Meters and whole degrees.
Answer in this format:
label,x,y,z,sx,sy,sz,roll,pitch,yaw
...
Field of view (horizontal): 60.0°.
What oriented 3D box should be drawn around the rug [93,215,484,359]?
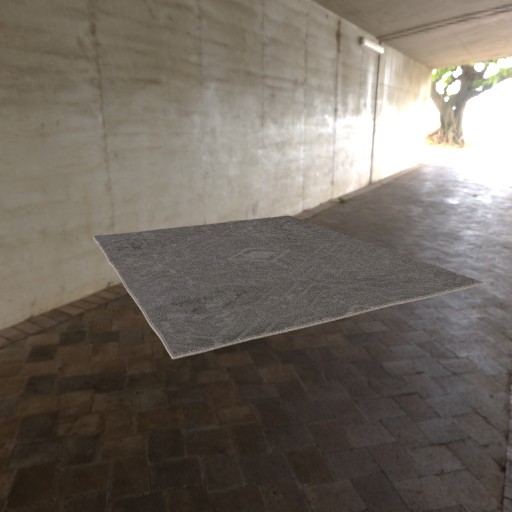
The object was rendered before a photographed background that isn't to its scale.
label,x,y,z,sx,sy,sz,roll,pitch,yaw
rug,0.000,0.000,0.906,0.548,0.006,0.639,-8,19,-26
